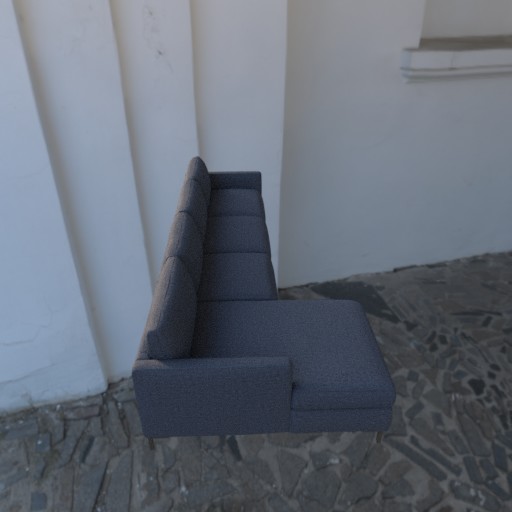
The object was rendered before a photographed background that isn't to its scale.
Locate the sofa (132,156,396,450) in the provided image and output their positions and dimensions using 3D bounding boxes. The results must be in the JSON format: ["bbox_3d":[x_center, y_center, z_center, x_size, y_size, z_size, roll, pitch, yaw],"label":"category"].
[{"bbox_3d":[0.000,0.000,2.920,1.125,0.673,2.445,-1,30,-2],"label":"sofa"}]
